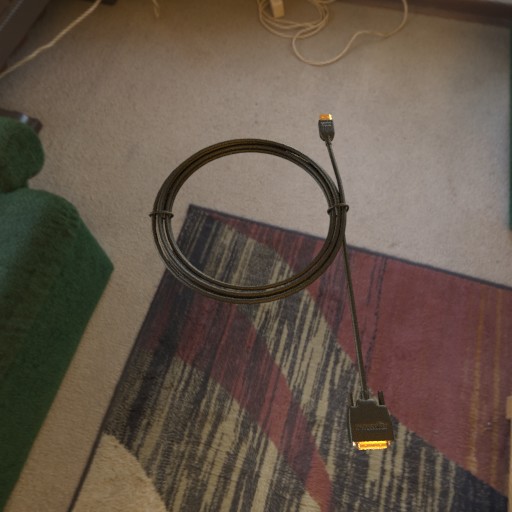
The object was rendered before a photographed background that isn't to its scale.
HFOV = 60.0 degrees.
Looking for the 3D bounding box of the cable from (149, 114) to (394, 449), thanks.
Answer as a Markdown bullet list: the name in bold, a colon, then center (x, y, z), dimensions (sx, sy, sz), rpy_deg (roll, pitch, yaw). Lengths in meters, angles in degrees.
- **cable**: center (0.000, 0.000, 0.519), dimensions (0.257, 0.030, 0.422), rpy_deg (-2, 64, -1)
